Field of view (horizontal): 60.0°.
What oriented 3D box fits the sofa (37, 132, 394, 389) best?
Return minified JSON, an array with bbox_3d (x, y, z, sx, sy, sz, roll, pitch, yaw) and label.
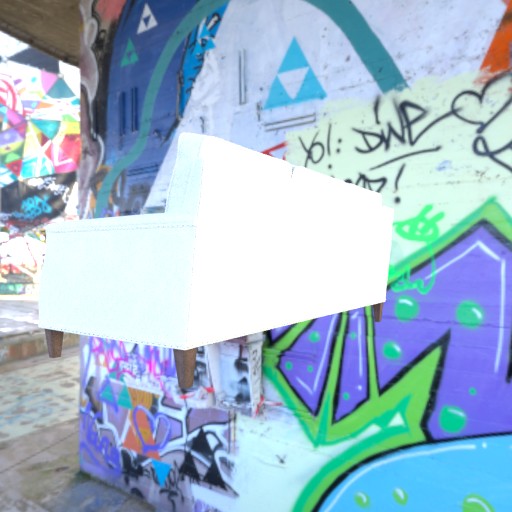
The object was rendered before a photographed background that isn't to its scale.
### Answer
[{"bbox_3d":[0.000,0.000,2.781,1.084,1.003,2.246,0,0,35],"label":"sofa"}]
